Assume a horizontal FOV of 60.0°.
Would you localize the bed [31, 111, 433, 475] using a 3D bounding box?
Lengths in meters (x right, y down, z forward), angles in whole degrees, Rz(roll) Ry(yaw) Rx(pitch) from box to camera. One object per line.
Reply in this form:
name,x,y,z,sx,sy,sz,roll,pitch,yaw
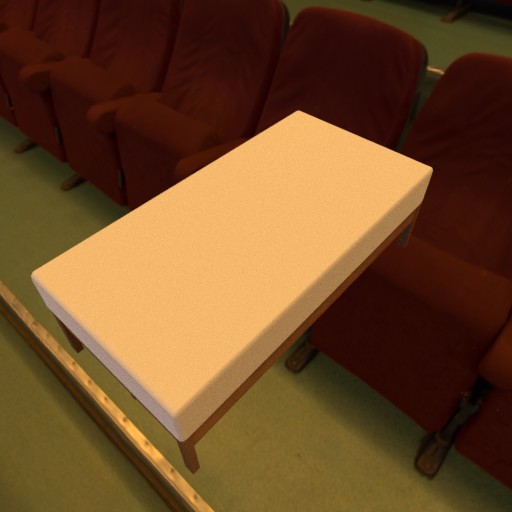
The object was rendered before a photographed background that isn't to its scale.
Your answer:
bed,0.000,0.000,2.410,0.961,0.616,1.902,33,55,27
